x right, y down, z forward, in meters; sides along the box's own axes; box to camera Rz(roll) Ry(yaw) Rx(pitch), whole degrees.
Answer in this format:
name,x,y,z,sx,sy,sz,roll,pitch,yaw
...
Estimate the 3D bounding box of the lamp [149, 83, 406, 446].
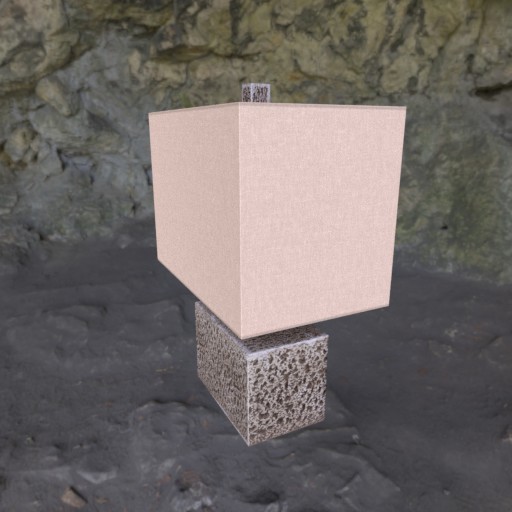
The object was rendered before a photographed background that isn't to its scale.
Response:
name,x,y,z,sx,sy,sz,roll,pitch,yaw
lamp,0.000,0.000,0.567,0.180,0.411,0.294,-8,18,-26
